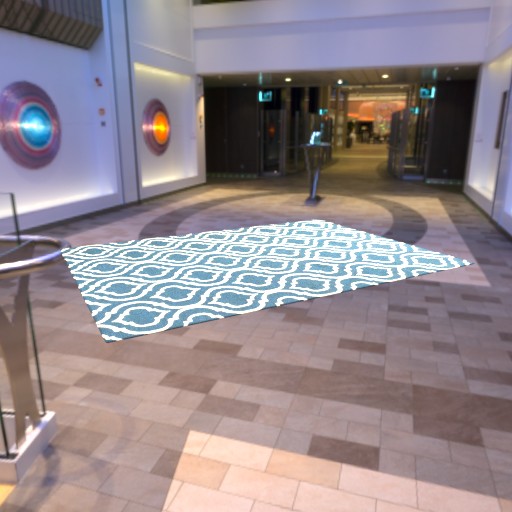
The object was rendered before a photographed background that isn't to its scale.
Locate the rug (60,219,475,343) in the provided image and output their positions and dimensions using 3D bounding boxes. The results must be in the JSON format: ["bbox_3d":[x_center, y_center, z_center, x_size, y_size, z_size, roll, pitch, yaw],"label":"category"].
[{"bbox_3d":[0.000,0.000,4.399,3.353,0.010,2.438,-9,18,-28],"label":"rug"}]
